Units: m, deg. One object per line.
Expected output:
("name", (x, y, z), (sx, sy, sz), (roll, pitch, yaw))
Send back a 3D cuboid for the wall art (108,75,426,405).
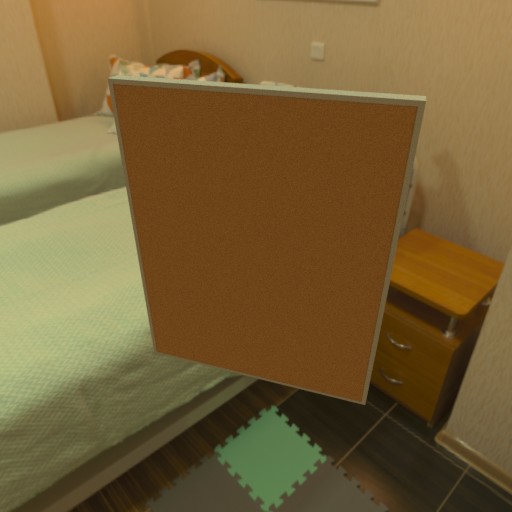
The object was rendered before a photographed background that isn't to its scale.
("wall art", (0.000, 0.000, 1.042), (0.611, 0.763, 0.055), (10, 34, 15))
